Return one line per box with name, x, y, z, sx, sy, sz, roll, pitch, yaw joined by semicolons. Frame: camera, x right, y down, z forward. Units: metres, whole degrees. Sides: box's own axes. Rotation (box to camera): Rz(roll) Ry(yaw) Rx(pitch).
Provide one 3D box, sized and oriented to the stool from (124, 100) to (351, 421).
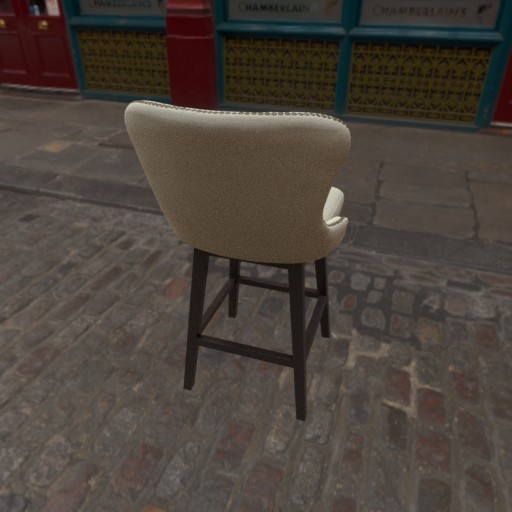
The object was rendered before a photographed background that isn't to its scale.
stool;0.000;0.000;1.338;0.528;0.971;0.593;10;32;16
